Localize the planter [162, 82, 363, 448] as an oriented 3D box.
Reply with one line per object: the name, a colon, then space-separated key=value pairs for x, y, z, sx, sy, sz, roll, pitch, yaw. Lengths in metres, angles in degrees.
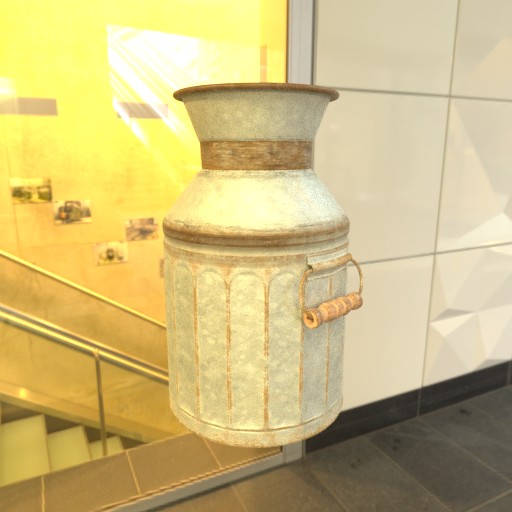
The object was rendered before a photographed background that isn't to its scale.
planter: x=0.000 y=0.000 z=0.518 sx=0.248 sy=0.358 sz=0.215 roll=13 pitch=18 yaw=43
